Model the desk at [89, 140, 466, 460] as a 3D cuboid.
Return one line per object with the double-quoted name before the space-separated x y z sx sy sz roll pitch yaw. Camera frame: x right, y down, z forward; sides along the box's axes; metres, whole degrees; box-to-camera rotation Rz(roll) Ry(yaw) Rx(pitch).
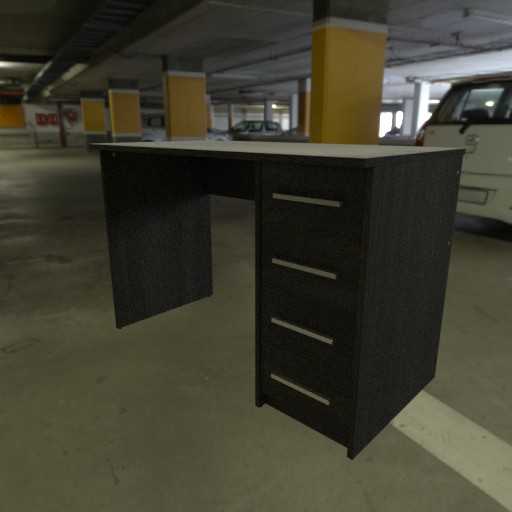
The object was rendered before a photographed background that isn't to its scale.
"desk" 0.000 0.000 1.510 1.096 0.730 0.560 15 22 41
